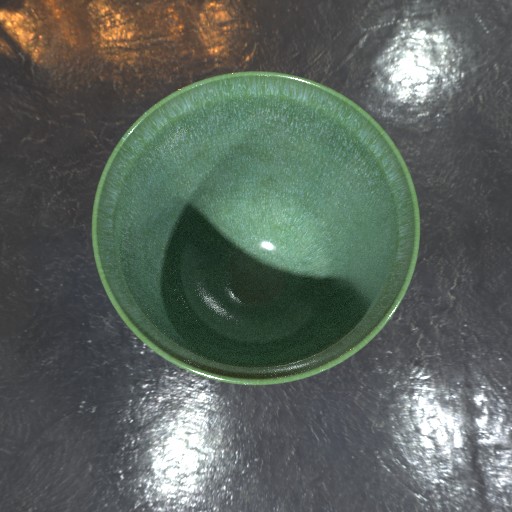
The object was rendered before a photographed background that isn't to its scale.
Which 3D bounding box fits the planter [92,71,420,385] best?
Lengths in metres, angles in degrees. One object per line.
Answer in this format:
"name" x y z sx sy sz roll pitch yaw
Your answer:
"planter" 0.000 0.000 0.367 0.195 0.214 0.195 0 77 0
